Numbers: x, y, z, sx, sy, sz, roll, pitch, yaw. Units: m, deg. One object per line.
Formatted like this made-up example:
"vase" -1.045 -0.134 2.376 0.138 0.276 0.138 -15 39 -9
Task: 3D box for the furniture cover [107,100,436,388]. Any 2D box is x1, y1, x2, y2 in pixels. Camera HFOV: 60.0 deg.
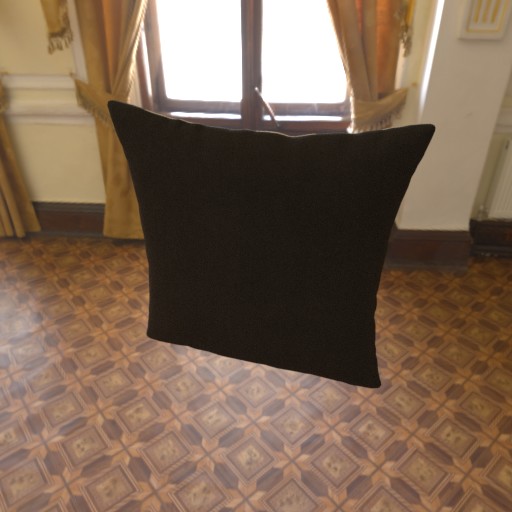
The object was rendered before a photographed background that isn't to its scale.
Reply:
"furniture cover" 0.000 0.000 0.795 0.511 0.509 0.161 9 32 15
